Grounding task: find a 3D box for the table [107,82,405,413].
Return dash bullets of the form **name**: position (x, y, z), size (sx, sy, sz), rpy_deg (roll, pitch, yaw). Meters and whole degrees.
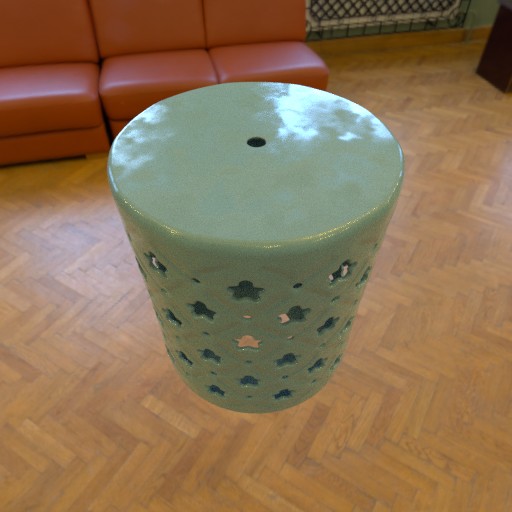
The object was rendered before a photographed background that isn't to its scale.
- **table**: position (0.000, 0.000, 0.662), size (0.352, 0.387, 0.352), rpy_deg (0, 46, 0)
